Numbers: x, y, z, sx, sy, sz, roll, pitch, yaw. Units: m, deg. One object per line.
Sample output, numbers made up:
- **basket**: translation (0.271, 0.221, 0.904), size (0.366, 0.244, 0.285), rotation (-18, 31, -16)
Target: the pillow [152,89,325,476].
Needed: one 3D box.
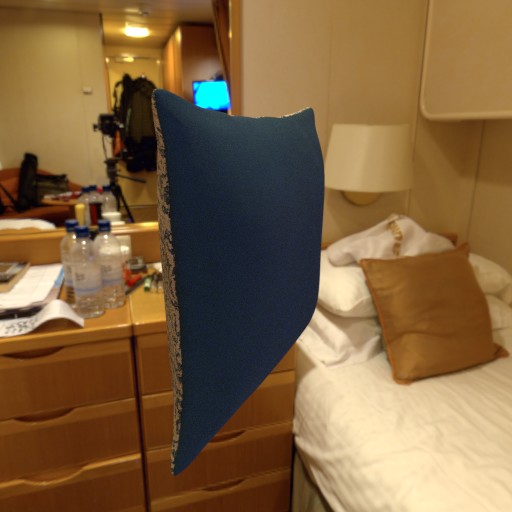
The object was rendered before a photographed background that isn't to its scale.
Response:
- **pillow**: translation (0.000, 0.000, 0.772), size (0.166, 0.510, 0.523), rotation (8, 18, 24)
